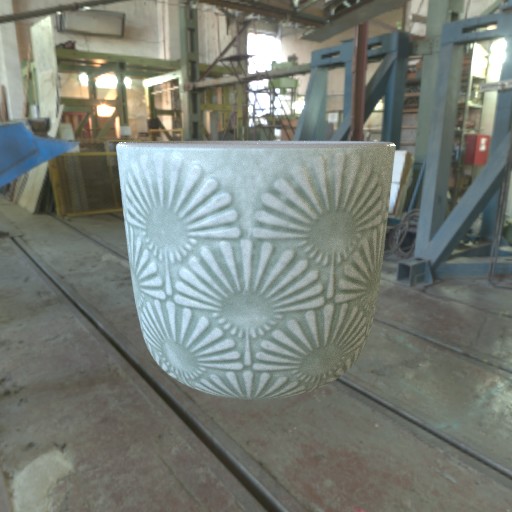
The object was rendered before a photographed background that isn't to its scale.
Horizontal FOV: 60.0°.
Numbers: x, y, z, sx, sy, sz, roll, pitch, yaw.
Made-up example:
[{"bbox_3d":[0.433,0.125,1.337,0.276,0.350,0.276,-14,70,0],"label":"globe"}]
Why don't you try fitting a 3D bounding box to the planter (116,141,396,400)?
[{"bbox_3d":[0.000,0.000,0.219,0.124,0.109,0.124,0,15,0],"label":"planter"}]
